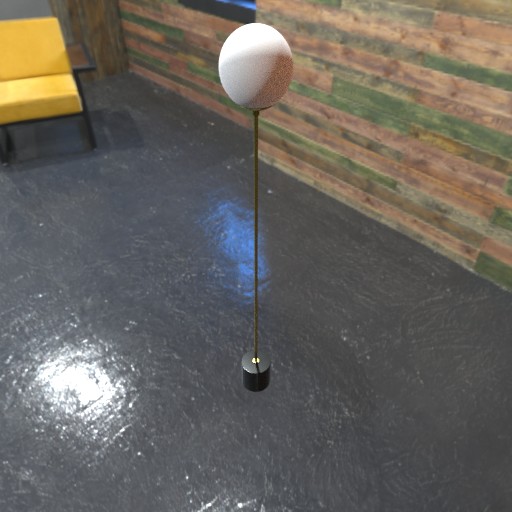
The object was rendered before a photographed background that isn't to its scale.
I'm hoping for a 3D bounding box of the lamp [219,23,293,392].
[{"bbox_3d":[0.000,0.000,1.845,0.229,1.748,0.229,-28,47,-30],"label":"lamp"}]
